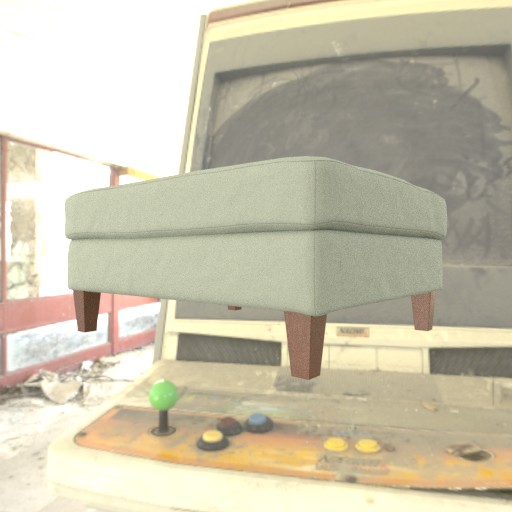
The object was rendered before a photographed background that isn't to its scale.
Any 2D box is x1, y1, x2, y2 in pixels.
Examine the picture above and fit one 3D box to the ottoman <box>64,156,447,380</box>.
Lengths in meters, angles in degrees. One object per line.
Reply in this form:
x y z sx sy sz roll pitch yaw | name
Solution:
0.000 0.000 1.468 0.991 0.494 0.842 0 0 39 | ottoman
